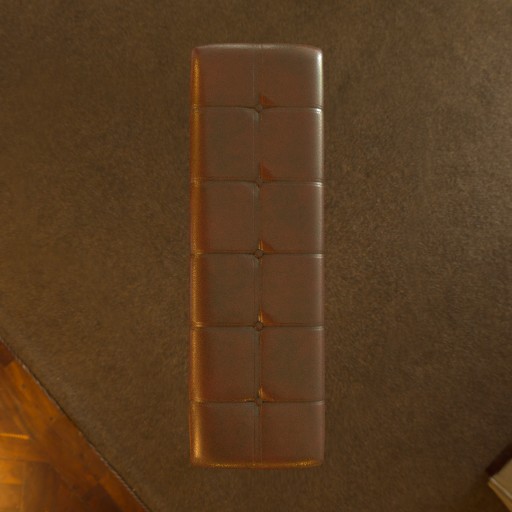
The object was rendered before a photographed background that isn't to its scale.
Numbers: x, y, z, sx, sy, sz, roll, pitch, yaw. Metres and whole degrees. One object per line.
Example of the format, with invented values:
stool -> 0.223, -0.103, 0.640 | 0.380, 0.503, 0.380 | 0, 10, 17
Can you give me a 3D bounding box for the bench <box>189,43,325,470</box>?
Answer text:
bench -> 0.000, 0.000, 1.510 | 0.401, 0.491, 1.259 | 0, 89, -1
